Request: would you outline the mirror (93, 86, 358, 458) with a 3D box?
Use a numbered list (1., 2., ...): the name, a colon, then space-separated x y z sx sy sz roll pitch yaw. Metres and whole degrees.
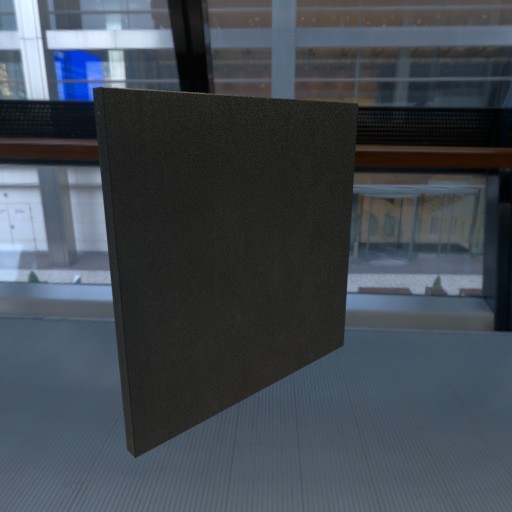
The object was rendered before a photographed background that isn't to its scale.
1. mirror: 0.000 0.000 0.563 0.382 0.381 0.020 -15 22 -41
